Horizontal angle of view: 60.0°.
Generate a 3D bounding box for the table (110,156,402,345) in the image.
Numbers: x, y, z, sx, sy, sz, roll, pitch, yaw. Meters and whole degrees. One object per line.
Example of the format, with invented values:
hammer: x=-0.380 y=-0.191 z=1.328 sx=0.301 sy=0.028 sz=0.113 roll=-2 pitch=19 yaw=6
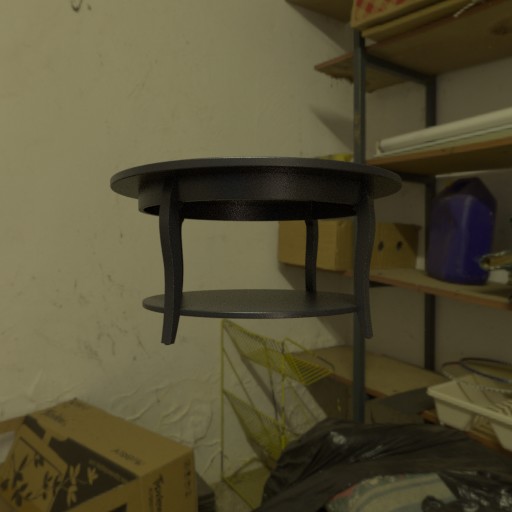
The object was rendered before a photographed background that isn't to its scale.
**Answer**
table: x=0.000 y=0.000 z=1.463 sx=0.914 sy=0.457 sz=0.914 roll=0 pitch=0 yaw=0
